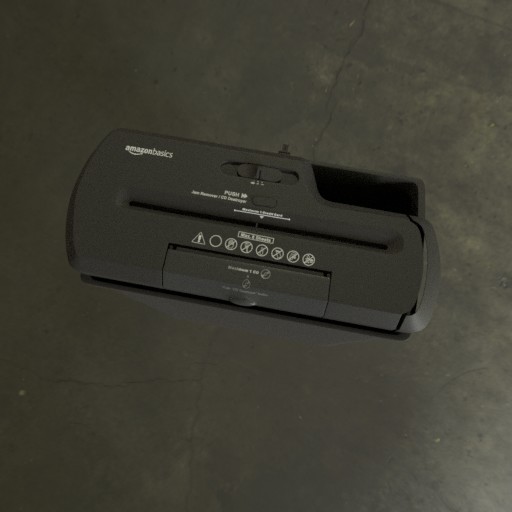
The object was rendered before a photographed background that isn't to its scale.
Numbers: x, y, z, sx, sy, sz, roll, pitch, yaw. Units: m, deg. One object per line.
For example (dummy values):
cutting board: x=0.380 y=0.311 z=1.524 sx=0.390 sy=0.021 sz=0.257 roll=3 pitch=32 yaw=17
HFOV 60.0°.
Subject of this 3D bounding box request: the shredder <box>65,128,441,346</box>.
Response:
shredder: x=0.000 y=0.000 z=0.524 sx=0.320 sy=0.335 sz=0.170 roll=10 pitch=76 yaw=3
